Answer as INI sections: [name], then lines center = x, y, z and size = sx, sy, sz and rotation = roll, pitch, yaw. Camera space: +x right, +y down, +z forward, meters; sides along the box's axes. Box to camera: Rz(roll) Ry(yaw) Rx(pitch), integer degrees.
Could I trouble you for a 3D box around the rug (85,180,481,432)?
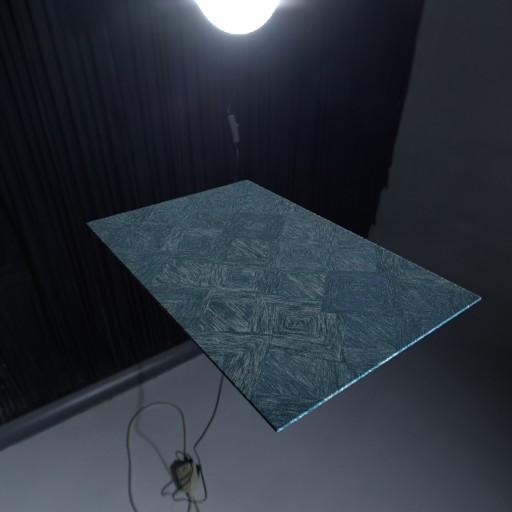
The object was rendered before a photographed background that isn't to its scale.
[rug]
center = 0.000, 0.000, 2.911
size = 1.490, 0.015, 2.277
rotation = -21, 37, -31
